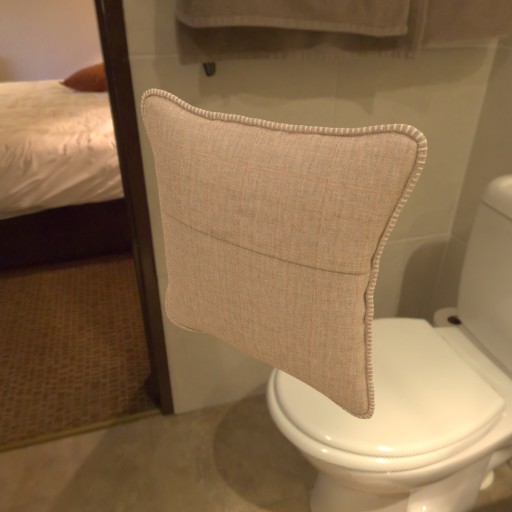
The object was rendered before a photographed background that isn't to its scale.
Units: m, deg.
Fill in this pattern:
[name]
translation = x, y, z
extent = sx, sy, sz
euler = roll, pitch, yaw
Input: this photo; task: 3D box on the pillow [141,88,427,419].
[pillow]
translation = 0.000, 0.000, 0.743
extent = 0.485, 0.494, 0.124
euler = 20, 35, 30
